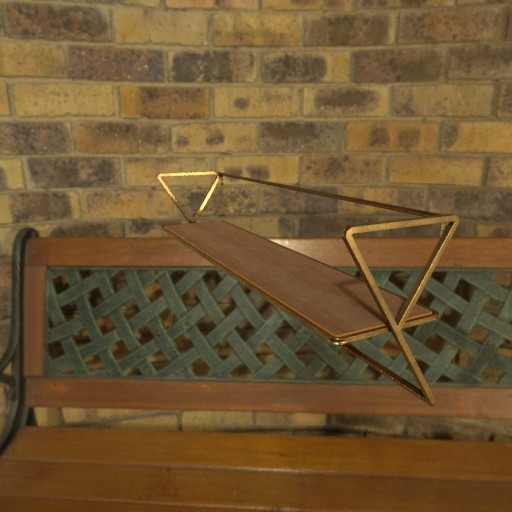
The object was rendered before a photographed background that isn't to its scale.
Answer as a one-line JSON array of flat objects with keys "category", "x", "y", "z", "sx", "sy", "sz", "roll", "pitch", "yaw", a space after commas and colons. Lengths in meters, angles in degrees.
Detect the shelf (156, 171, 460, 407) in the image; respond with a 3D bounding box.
[{"category": "shelf", "x": 0.000, "y": 0.000, "z": 0.737, "sx": 0.150, "sy": 0.229, "sz": 0.645, "roll": -8, "pitch": 17, "yaw": -26}]
